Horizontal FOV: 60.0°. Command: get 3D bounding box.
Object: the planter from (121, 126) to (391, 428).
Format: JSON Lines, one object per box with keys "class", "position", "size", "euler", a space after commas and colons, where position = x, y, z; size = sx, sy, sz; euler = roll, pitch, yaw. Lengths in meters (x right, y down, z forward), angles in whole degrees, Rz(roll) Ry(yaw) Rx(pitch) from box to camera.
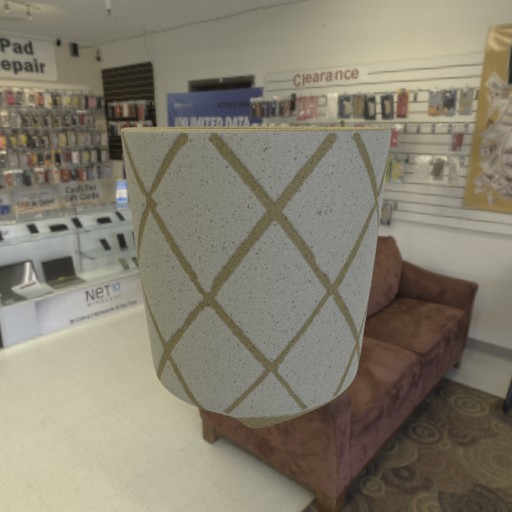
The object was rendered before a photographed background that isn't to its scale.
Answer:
{"class": "planter", "position": [0.000, 0.000, 0.422], "size": [0.228, 0.235, 0.228], "euler": [0, 17, 0]}
